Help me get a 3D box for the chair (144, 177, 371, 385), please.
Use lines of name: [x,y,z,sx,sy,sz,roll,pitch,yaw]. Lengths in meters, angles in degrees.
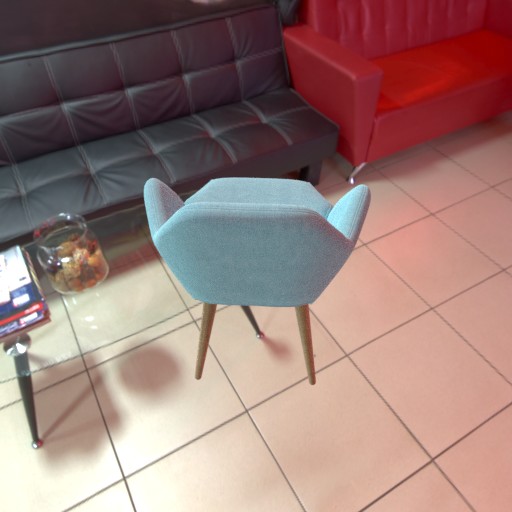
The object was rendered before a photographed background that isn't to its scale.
chair: [0.000,0.000,1.277,0.590,0.840,0.610,2,47,2]
